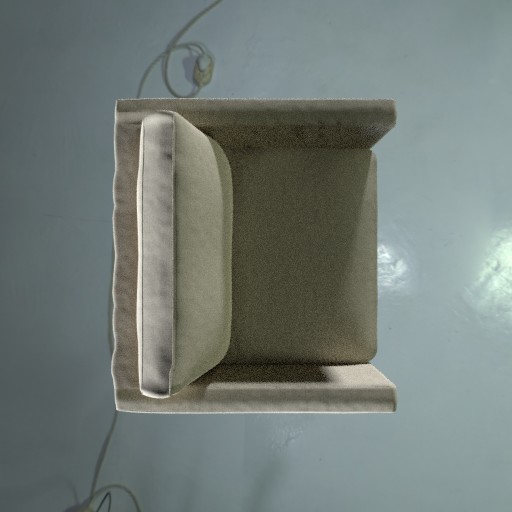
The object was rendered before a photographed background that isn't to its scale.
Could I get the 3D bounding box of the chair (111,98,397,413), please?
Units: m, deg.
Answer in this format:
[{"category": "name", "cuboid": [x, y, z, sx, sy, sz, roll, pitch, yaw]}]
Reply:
[{"category": "chair", "cuboid": [0.000, 0.000, 1.699, 0.949, 0.867, 1.057, 0, 90, 0]}]
